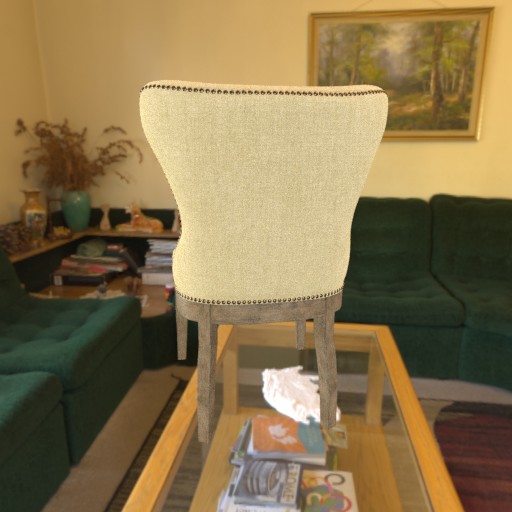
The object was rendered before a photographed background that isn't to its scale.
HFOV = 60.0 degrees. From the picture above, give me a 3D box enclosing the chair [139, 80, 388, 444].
[{"bbox_3d":[0.000,0.000,1.436,0.654,1.002,0.681,-3,14,-10],"label":"chair"}]
